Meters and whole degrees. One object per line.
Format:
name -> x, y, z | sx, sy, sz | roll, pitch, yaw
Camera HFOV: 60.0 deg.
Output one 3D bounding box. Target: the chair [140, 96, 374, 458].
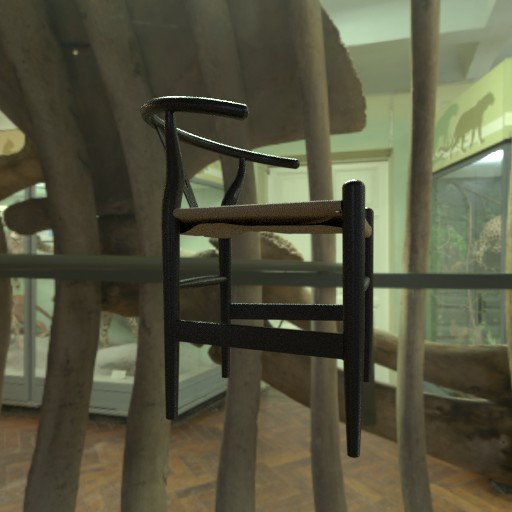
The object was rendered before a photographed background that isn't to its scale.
chair -> 0.000, 0.000, 1.139 | 0.570, 0.739, 0.570 | 0, 0, 17
